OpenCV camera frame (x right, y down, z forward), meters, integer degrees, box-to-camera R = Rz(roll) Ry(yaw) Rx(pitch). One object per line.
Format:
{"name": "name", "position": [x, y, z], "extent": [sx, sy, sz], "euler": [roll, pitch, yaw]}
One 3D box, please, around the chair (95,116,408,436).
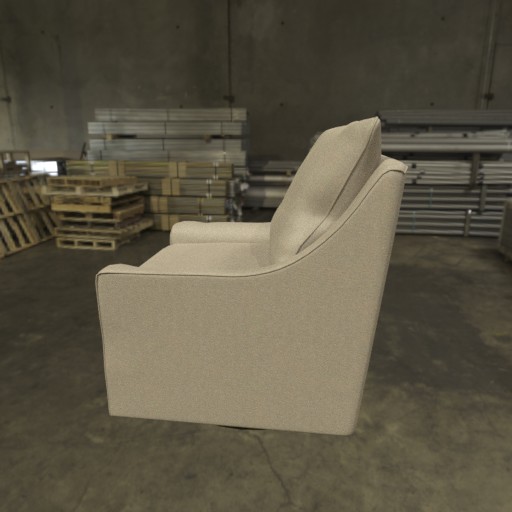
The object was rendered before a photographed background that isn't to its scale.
{"name": "chair", "position": [0.000, 0.000, 1.600], "extent": [0.876, 0.942, 0.760], "euler": [2, 16, 7]}
